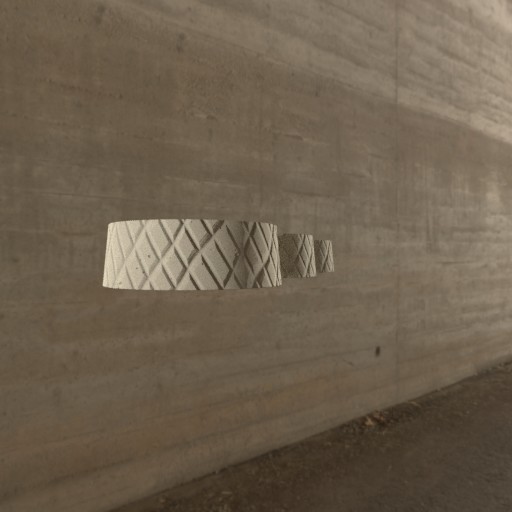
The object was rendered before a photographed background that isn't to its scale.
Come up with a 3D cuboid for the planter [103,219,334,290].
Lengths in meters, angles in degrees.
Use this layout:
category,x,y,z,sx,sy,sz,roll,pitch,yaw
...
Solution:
category,x,y,z,sx,sy,sz,roll,pitch,yaw
planter,0.000,0.000,0.422,0.114,0.038,0.390,0,0,17
